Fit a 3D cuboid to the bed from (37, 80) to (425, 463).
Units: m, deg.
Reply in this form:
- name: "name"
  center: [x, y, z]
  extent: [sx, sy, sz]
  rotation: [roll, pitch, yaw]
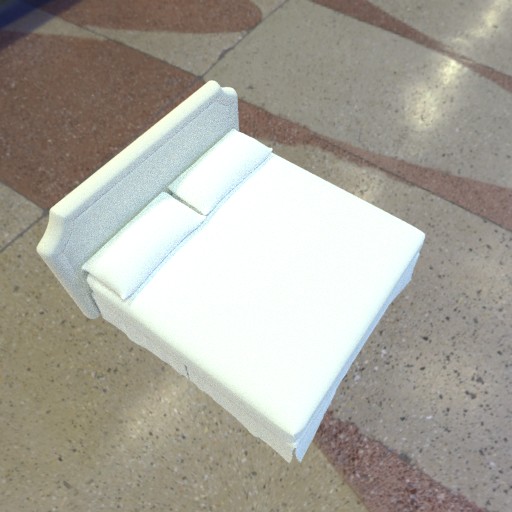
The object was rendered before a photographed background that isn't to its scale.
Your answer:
- name: "bed"
  center: [0.000, 0.000, 3.508]
  extent: [2.204, 1.301, 2.160]
  rotation: [32, 63, 18]
